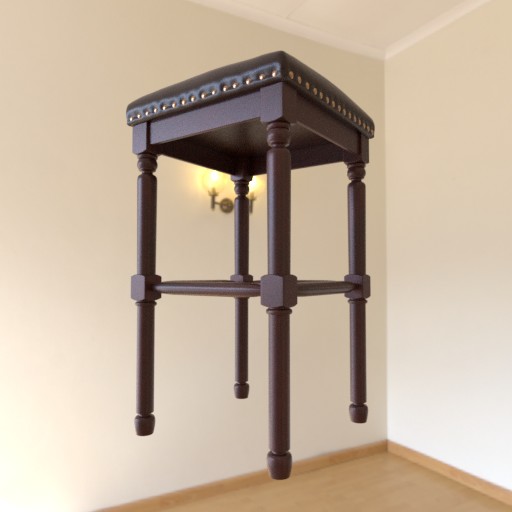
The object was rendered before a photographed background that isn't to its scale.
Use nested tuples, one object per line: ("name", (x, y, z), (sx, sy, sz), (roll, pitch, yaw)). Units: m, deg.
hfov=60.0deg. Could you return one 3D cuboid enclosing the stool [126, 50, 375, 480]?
("stool", (0.000, 0.000, 0.925), (0.382, 0.702, 0.383), (-2, -3, 36))
